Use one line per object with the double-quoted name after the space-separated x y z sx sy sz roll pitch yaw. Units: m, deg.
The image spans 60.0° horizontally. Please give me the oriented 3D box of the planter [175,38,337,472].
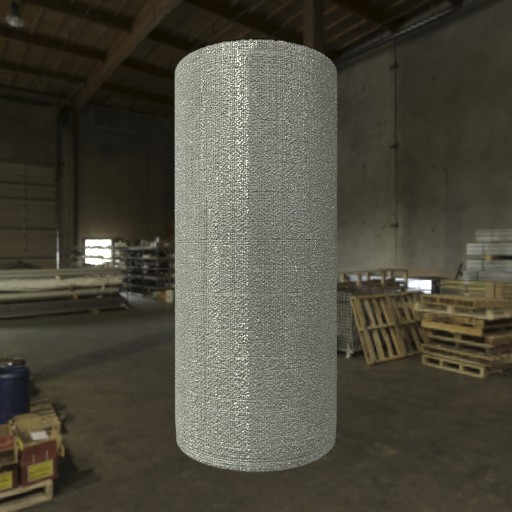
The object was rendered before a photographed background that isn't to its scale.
0.000 0.000 0.126 0.045 0.103 0.045 0 1 -37 "planter"
